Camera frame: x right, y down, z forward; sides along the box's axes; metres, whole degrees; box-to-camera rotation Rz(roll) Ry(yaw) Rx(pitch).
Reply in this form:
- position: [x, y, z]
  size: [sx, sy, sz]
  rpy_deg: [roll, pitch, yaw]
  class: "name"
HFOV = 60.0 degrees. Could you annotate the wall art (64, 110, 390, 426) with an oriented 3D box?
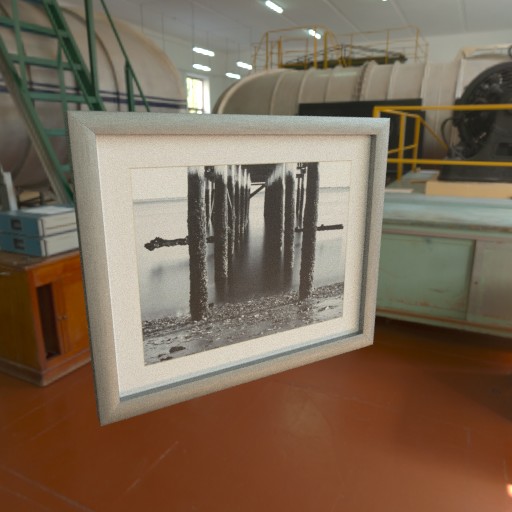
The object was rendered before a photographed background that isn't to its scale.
- position: [0.000, 0.000, 0.754]
  size: [0.556, 0.457, 0.028]
  rpy_deg: [-9, 17, -28]
  class: "wall art"
